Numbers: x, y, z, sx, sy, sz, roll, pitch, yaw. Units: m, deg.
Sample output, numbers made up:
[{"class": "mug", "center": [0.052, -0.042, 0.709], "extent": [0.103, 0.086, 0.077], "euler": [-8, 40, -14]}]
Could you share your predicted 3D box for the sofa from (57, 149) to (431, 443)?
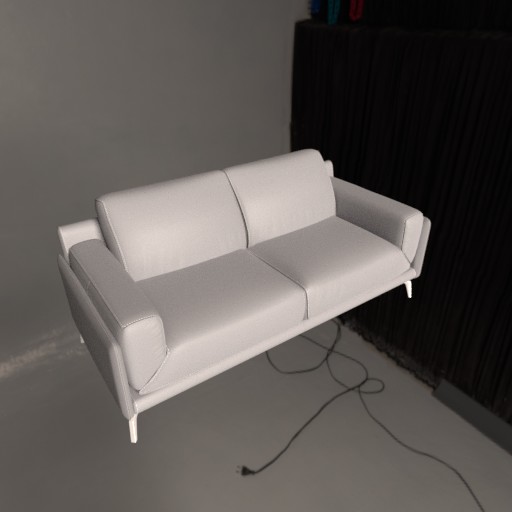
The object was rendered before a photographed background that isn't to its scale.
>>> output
[{"class": "sofa", "center": [0.000, 0.000, 2.681], "extent": [2.100, 0.900, 0.969], "euler": [-20, 35, -30]}]
